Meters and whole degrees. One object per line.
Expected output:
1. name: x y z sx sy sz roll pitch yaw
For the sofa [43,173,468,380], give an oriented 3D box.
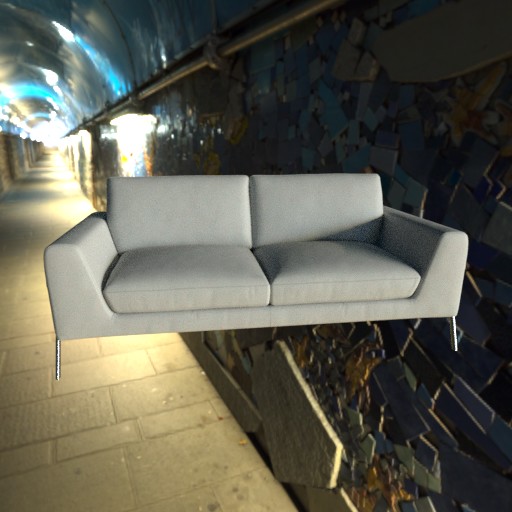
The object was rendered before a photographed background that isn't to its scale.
1. sofa: 0.000 0.000 2.527 2.017 0.875 0.953 -2 15 -8
